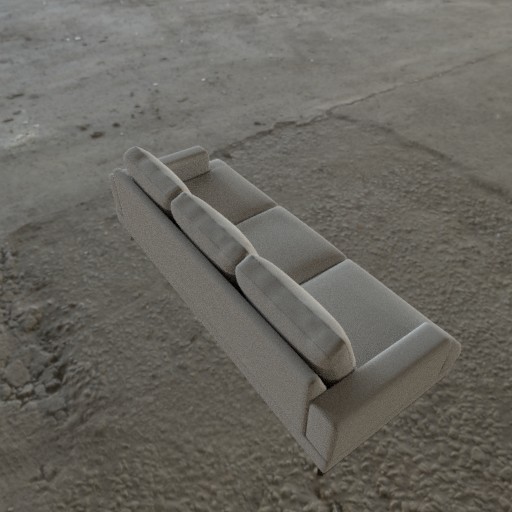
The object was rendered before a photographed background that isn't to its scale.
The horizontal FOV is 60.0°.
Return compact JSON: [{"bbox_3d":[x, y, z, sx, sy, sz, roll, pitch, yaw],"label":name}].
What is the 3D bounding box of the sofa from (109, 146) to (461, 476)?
[{"bbox_3d":[0.000,0.000,2.699,0.920,0.810,2.310,-26,48,-26],"label":"sofa"}]
